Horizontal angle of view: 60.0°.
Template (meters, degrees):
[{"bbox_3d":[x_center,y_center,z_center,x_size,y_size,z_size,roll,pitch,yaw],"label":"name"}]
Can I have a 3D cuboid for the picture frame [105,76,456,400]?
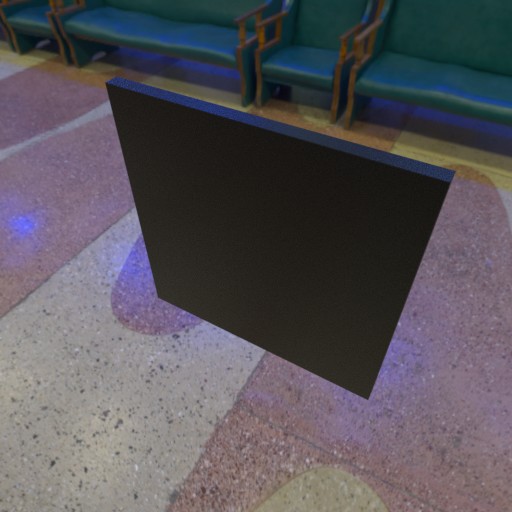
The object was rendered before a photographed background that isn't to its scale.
[{"bbox_3d":[0.000,0.000,0.840,0.559,0.557,0.029,22,49,21],"label":"picture frame"}]
